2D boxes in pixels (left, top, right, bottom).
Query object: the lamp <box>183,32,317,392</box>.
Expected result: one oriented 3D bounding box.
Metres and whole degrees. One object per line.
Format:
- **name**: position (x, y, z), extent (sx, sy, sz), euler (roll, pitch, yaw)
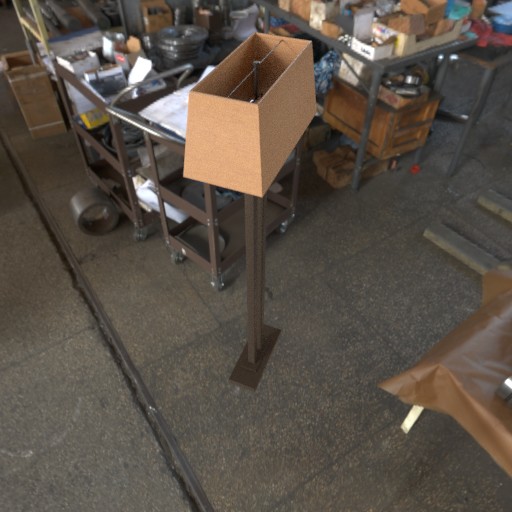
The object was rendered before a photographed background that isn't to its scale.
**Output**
- **lamp**: position (0.000, 0.000, 1.688), extent (0.233, 1.469, 0.475), euler (17, 49, 15)
